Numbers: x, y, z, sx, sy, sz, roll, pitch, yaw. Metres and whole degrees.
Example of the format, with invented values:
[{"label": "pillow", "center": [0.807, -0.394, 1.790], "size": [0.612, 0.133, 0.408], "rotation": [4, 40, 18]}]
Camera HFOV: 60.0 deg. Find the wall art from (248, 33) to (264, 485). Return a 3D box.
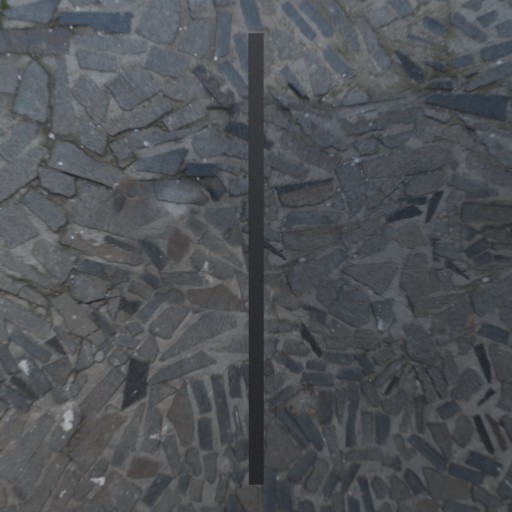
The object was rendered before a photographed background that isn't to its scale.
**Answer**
[{"label": "wall art", "center": [0.000, 0.000, 0.529], "size": [0.012, 0.357, 0.358], "rotation": [0, 92, 0]}]
